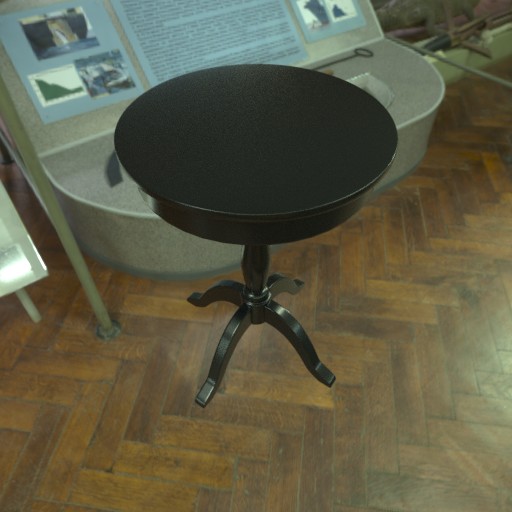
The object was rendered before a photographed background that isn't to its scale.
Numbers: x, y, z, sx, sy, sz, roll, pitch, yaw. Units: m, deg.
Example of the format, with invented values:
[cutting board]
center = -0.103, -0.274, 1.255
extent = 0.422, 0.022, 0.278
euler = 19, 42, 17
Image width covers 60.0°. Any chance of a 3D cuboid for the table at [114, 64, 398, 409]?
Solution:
[table]
center = 0.000, 0.000, 0.999
extent = 0.481, 0.665, 0.481
euler = 0, 46, 0
